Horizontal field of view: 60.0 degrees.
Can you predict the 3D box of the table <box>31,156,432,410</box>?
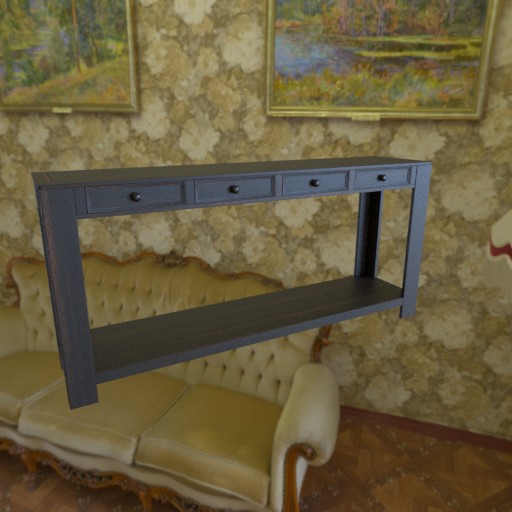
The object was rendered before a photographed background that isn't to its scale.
[{"bbox_3d":[0.000,0.000,1.914,1.631,0.762,0.384,-9,19,-27],"label":"table"}]
